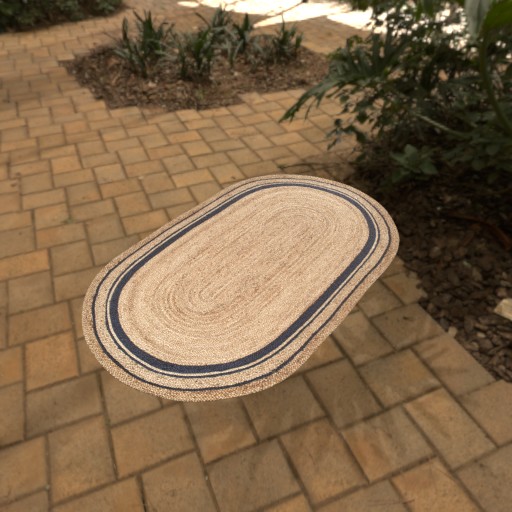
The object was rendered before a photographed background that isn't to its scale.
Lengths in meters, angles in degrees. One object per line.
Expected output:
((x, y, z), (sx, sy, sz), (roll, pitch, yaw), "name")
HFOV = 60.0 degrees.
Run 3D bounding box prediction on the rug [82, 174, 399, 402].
((0.000, 0.000, 3.022), (1.520, 0.006, 2.432), (26, 46, 28), "rug")
